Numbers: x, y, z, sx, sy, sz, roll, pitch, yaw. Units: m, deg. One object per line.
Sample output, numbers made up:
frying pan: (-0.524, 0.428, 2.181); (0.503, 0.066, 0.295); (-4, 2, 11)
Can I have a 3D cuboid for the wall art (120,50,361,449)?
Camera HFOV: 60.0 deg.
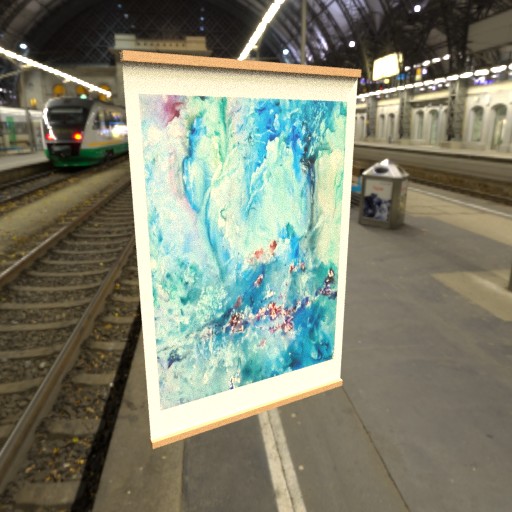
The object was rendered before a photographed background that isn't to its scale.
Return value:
wall art: (0.000, 0.000, 1.261); (0.669, 1.020, 0.027); (-8, 18, -27)
